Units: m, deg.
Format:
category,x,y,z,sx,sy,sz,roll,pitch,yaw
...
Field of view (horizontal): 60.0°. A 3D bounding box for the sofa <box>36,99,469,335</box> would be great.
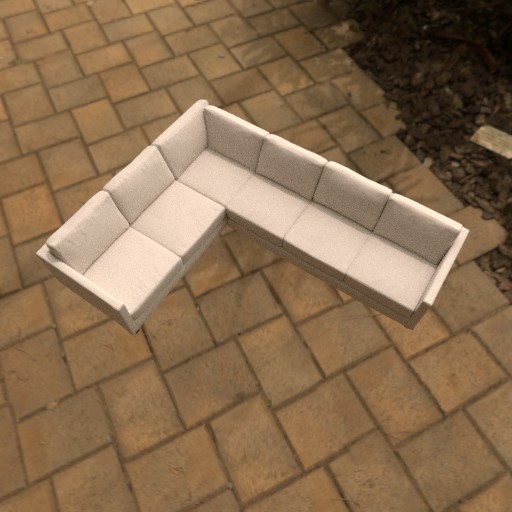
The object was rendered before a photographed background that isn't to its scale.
category,x,y,z,sx,sy,sz,roll,pitch,yaw
sofa,0.000,0.000,4.256,3.182,0.863,2.432,30,64,16
